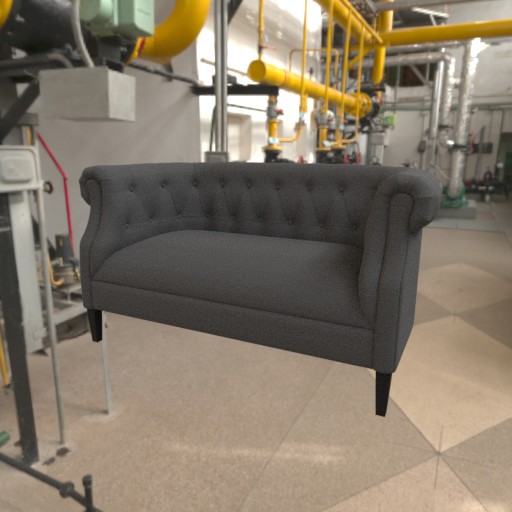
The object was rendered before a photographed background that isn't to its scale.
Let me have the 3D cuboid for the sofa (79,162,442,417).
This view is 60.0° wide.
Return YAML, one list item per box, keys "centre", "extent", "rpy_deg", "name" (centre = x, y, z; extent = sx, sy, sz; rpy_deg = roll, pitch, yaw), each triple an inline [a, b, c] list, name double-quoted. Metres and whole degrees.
- centre: [0.000, 0.000, 2.058]
  extent: [1.558, 0.827, 0.835]
  rpy_deg: [7, 16, 26]
  name: "sofa"
